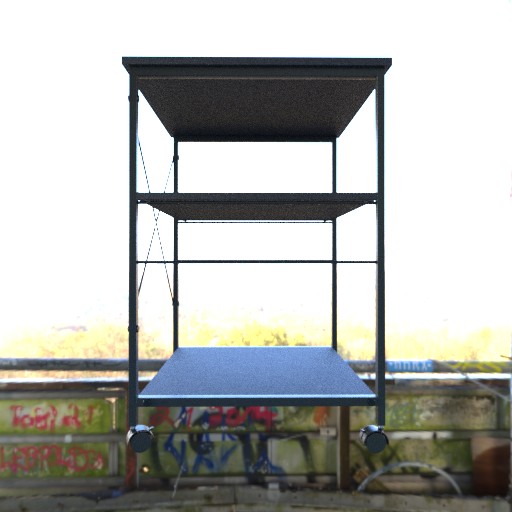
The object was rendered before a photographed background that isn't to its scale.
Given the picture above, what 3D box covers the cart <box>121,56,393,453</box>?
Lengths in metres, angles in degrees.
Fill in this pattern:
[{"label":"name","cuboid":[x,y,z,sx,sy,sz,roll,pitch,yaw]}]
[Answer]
[{"label":"cart","cuboid":[0.000,0.000,1.108,0.520,0.762,0.521,0,0,-1]}]
